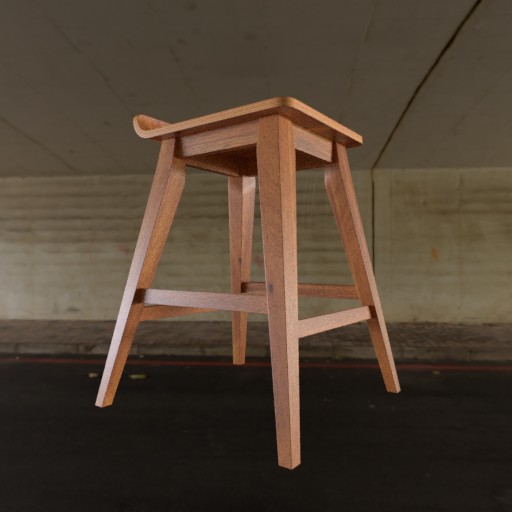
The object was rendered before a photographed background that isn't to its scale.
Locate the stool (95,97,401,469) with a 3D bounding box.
[{"bbox_3d":[0.000,0.000,1.020,0.500,0.650,0.500,0,-1,36],"label":"stool"}]
